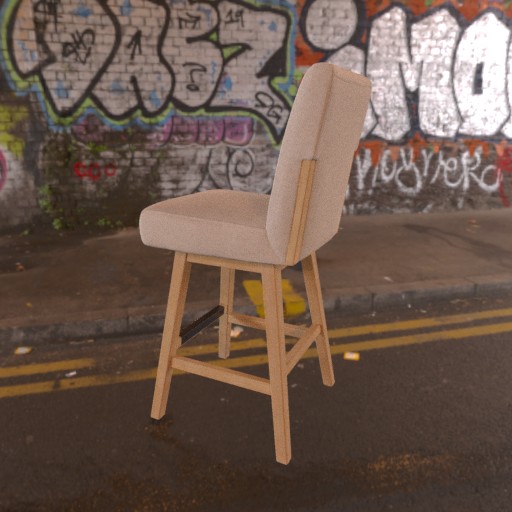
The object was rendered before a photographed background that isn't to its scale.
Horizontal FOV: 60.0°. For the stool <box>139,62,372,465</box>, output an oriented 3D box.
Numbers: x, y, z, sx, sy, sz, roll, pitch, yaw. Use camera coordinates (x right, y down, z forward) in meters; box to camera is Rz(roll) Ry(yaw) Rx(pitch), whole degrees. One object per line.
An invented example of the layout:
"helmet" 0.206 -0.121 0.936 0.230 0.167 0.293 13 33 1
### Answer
"stool" 0.000 0.000 1.327 0.543 1.015 0.446 8 19 25
